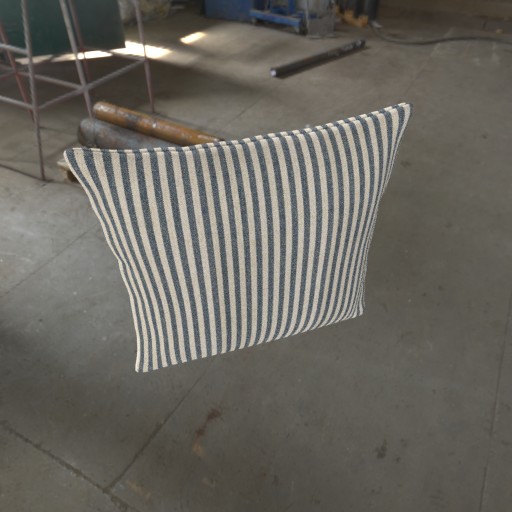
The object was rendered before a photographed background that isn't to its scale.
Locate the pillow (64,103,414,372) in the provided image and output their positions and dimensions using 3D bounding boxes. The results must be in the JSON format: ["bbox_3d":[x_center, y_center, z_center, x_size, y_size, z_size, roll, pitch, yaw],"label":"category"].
[{"bbox_3d":[0.000,0.000,0.801,0.523,0.510,0.166,-12,43,-13],"label":"pillow"}]
